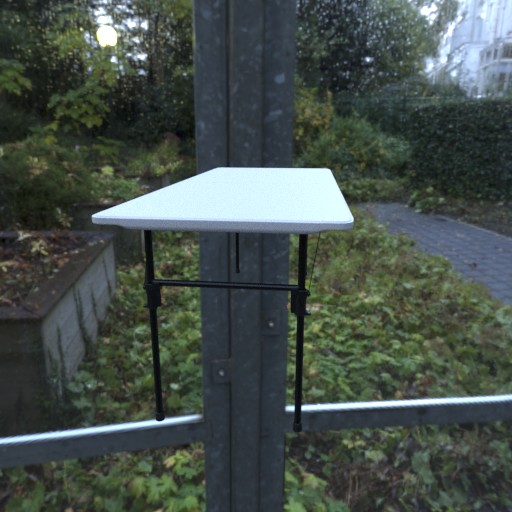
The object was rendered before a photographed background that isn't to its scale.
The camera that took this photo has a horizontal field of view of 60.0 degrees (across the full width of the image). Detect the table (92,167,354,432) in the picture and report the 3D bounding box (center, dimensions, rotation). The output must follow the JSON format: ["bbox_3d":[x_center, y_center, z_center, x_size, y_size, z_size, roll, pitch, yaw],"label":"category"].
[{"bbox_3d":[0.000,0.000,2.194,0.761,0.719,1.829,2,16,7],"label":"table"}]
